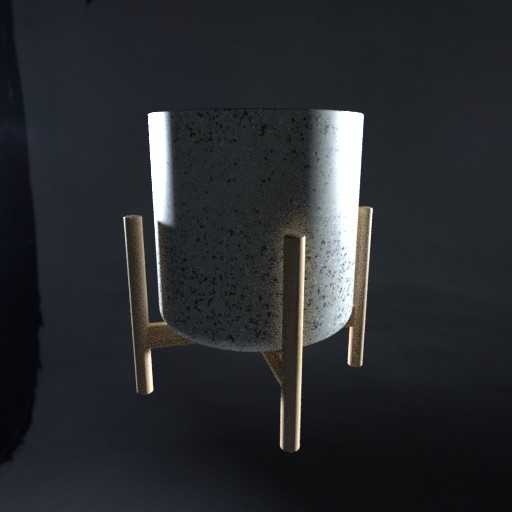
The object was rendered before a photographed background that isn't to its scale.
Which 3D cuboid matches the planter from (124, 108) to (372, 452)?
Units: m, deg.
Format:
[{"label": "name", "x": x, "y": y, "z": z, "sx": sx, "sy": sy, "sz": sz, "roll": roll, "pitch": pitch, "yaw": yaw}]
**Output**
[{"label": "planter", "x": 0.000, "y": 0.000, "z": 0.694, "sx": 0.360, "sy": 0.419, "sz": 0.360, "roll": 2, "pitch": 15, "yaw": 8}]
